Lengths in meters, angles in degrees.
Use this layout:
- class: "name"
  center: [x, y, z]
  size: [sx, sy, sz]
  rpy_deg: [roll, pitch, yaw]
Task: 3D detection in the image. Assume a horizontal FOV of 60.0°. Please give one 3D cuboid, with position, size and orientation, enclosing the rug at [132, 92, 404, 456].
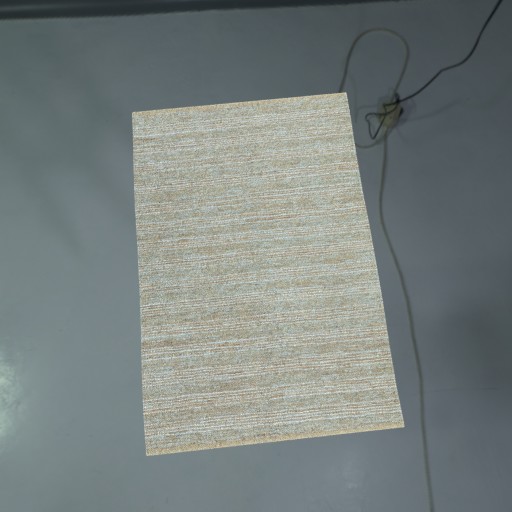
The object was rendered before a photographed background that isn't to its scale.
- class: "rug"
  center: [0.000, 0.000, 2.324]
  size: [1.240, 0.010, 1.824]
  rpy_deg: [-6, 76, -1]
